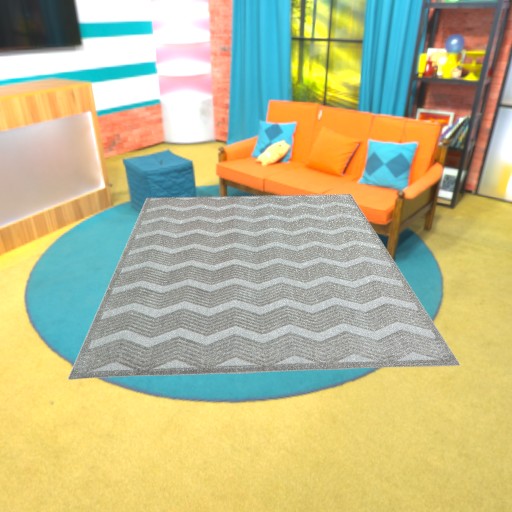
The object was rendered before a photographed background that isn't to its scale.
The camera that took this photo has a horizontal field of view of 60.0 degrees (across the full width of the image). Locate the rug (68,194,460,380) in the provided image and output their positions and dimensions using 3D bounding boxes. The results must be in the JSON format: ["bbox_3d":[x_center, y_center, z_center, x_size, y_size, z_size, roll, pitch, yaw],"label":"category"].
[{"bbox_3d":[0.000,0.000,3.940,2.391,0.005,2.880,-1,29,-3],"label":"rug"}]
